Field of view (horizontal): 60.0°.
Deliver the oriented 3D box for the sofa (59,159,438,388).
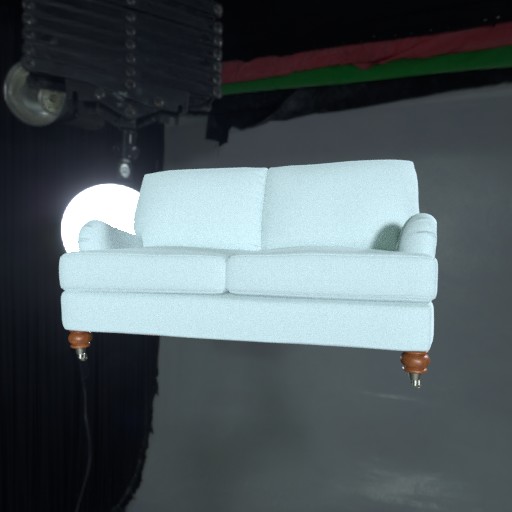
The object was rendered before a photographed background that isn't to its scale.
[{"bbox_3d":[0.000,0.000,2.494,1.853,1.101,1.084,0,1,16],"label":"sofa"}]
